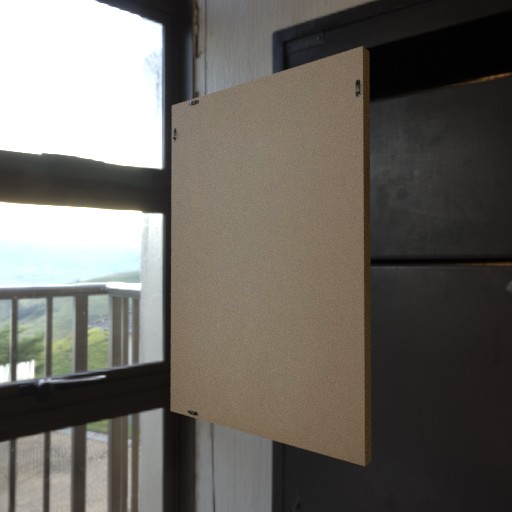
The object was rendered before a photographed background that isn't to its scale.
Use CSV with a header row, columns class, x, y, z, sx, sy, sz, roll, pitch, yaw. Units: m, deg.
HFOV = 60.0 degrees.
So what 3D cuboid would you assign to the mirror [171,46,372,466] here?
class,x,y,z,sx,sy,sz,roll,pitch,yaw
mirror,0.000,0.000,1.157,0.609,0.915,0.040,-1,-1,37
